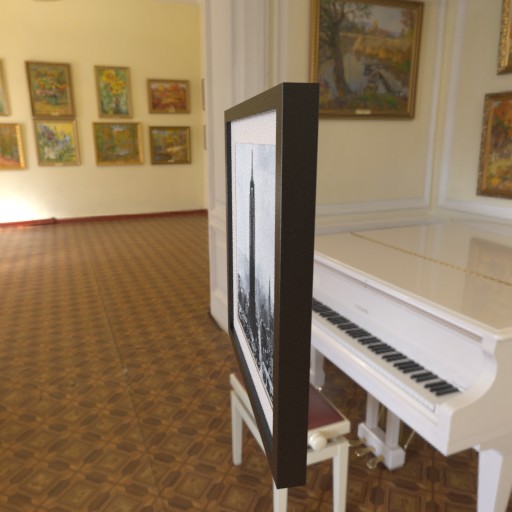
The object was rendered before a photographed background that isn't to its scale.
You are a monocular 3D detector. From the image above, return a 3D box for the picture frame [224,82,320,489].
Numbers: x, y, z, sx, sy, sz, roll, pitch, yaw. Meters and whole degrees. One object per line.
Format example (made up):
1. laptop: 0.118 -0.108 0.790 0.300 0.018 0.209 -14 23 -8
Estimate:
1. picture frame: 0.000 0.000 0.536 0.029 0.353 0.355 -3 15 -10
